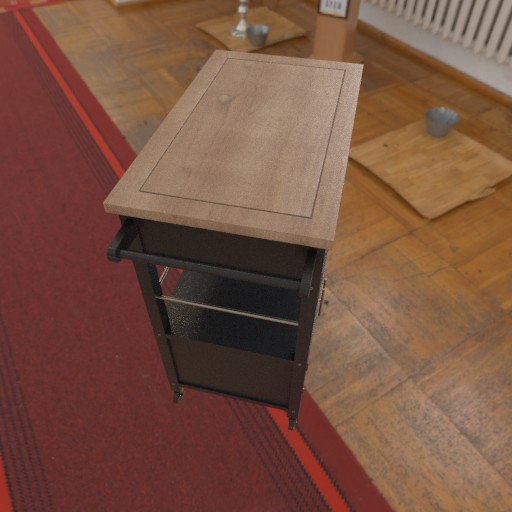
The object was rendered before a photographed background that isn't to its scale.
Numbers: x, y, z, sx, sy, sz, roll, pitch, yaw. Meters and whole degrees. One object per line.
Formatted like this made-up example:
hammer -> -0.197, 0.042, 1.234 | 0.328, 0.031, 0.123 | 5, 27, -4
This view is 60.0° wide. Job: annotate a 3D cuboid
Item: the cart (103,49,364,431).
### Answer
cart -> 0.000, 0.000, 1.396 | 0.459, 0.901, 0.840 | 10, 48, 9
